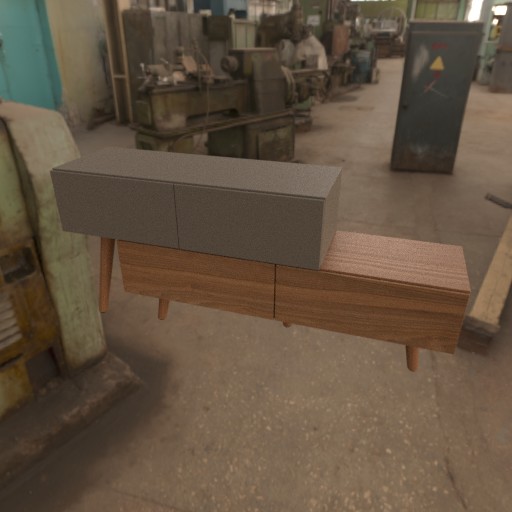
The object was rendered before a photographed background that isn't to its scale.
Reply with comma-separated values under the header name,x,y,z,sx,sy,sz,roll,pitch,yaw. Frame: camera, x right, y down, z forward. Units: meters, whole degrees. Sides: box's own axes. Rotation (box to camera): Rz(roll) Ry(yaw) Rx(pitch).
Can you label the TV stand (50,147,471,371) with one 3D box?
name,x,y,z,sx,sy,sz,roll,pitch,yaw
TV stand,0.000,0.000,1.556,1.336,0.591,0.329,9,29,16
